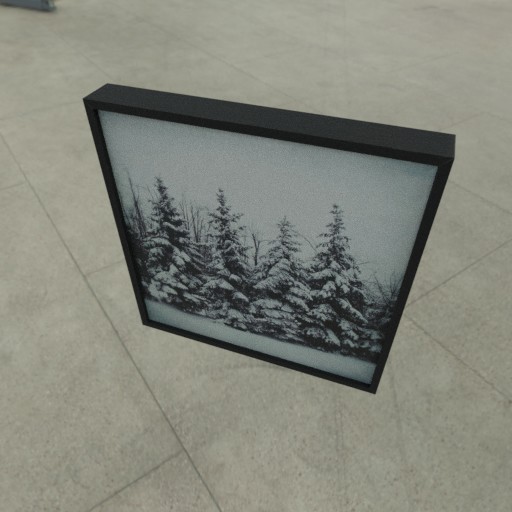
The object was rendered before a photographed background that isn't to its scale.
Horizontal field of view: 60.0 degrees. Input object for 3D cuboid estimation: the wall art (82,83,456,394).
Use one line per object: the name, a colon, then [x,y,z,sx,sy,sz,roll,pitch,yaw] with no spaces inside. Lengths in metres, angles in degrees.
wall art: [0.000,0.000,0.459,0.305,0.305,0.037,13,44,14]
